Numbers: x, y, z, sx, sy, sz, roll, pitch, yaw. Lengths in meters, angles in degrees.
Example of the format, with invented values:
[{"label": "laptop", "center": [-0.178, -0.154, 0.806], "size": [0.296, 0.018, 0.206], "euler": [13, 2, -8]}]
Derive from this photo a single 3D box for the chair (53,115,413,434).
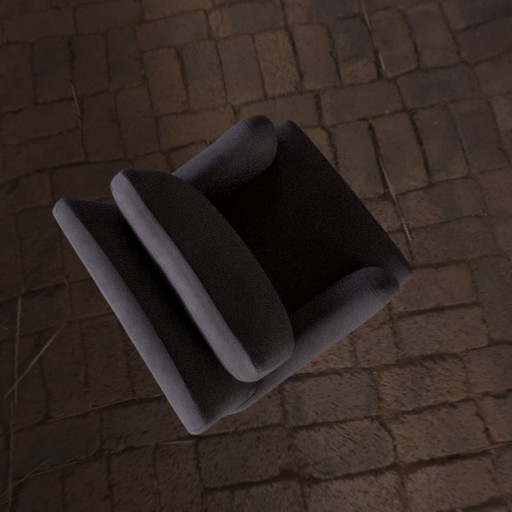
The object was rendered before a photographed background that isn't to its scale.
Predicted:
[{"label": "chair", "center": [0.000, 0.000, 1.879], "size": [1.070, 0.997, 0.955], "euler": [-34, 78, -8]}]
